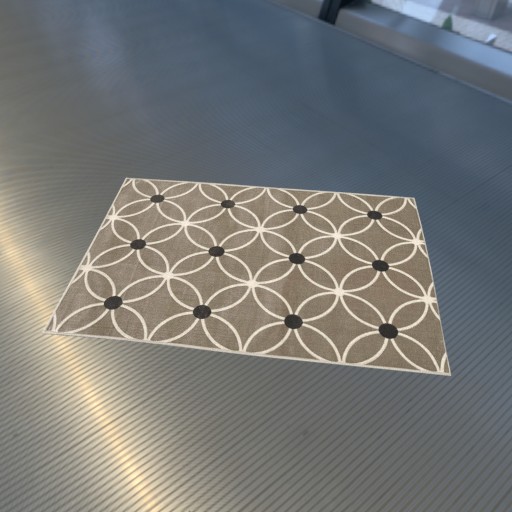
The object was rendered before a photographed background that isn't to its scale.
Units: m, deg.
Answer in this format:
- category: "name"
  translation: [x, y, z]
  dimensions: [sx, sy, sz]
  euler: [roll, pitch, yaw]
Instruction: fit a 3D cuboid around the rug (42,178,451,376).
- category: "rug"
  translation: [0.000, 0.000, 2.961]
  dimensions: [2.284, 0.008, 1.522]
  euler: [5, 46, 5]
